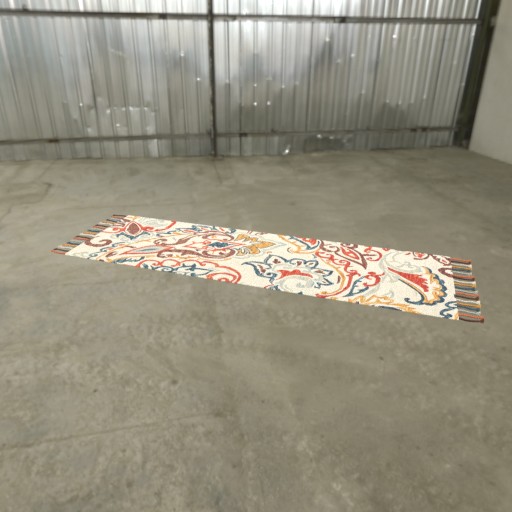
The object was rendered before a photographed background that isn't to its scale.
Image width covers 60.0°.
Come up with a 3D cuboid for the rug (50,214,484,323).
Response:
[{"bbox_3d":[0.000,0.000,2.936,2.682,0.015,0.763,8,27,16],"label":"rug"}]
